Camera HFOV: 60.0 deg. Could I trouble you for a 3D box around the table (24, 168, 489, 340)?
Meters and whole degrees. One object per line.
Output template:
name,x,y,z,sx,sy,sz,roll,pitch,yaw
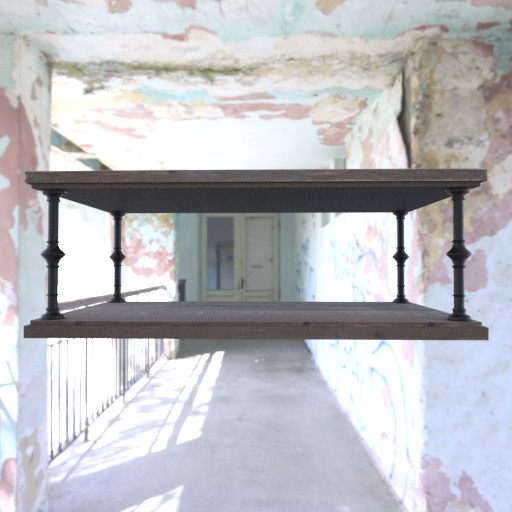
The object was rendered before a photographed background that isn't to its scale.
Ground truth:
table,0.000,0.000,1.317,1.088,0.399,0.554,0,-1,2
